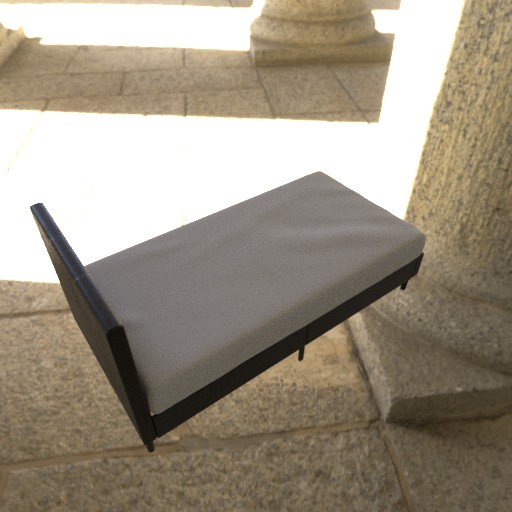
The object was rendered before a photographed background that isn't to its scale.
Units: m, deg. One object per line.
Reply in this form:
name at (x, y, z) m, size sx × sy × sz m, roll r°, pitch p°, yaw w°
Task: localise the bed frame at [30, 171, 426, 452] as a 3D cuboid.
bed frame at (0.000, 0.000, 2.588) m, size 2.152 × 1.046 × 1.038 m, roll -26°, pitch 47°, yaw -26°
